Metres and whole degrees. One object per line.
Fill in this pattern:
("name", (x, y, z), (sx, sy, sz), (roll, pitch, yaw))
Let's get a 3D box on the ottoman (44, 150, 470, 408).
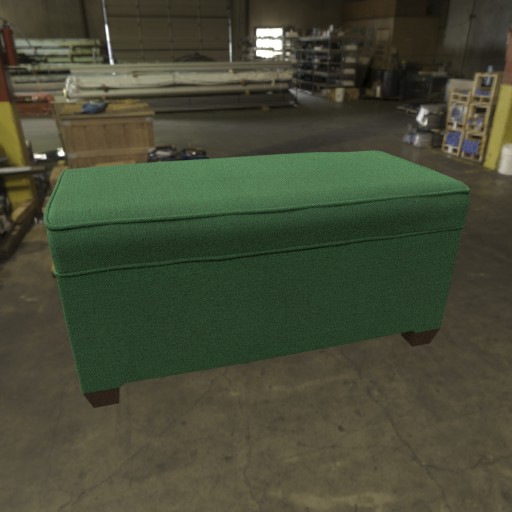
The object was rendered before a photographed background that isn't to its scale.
("ottoman", (0.000, 0.000, 1.195), (0.957, 0.471, 0.483), (-7, 26, -14))
